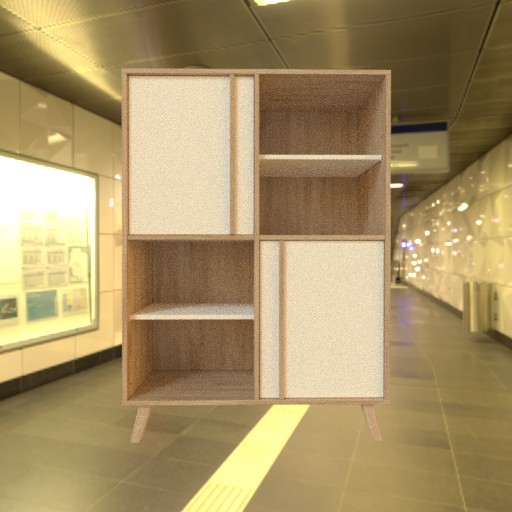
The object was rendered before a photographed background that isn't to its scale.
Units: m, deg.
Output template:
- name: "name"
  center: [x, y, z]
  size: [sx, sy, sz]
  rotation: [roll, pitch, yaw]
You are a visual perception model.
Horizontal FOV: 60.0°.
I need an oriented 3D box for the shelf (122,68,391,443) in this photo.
- name: "shelf"
  center: [0.000, 0.000, 1.871]
  size: [1.000, 1.390, 0.450]
  rotation: [0, 0, -1]
